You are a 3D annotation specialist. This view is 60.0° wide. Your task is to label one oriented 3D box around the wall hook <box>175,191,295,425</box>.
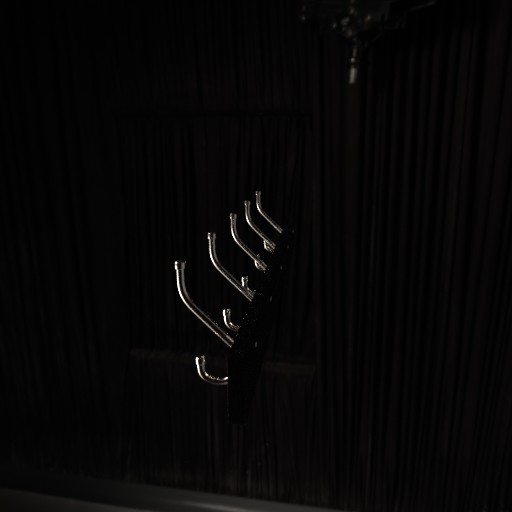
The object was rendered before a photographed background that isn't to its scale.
[{"bbox_3d":[0.000,0.000,0.610,0.071,0.117,0.571,2,16,8],"label":"wall hook"}]
